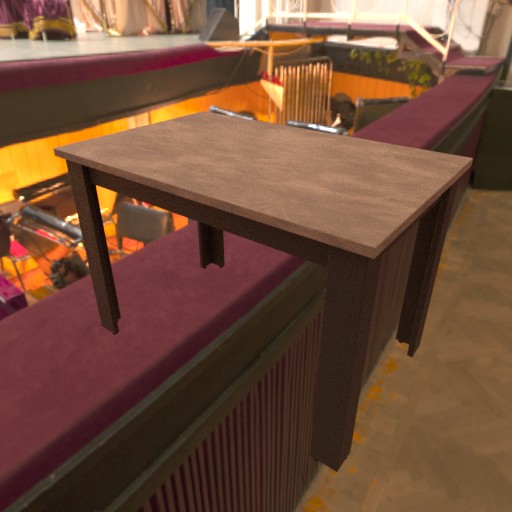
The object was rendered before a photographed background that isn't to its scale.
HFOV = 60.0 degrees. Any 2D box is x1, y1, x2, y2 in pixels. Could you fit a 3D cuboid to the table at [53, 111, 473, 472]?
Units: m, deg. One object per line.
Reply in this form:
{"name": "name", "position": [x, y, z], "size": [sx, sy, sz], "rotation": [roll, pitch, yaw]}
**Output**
{"name": "table", "position": [0.000, 0.000, 1.553], "size": [1.100, 0.734, 0.700], "rotation": [21, 36, 32]}
